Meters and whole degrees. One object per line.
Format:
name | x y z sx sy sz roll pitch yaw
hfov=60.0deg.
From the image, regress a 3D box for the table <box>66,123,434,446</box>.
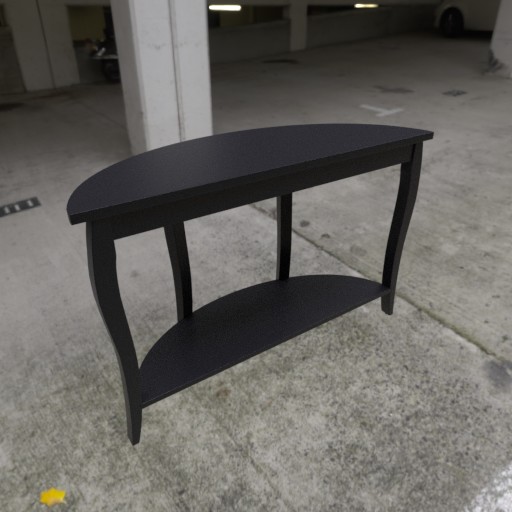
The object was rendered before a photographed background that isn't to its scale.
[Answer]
table | 0.000 0.000 1.567 1.219 0.780 0.394 -19 35 -29
